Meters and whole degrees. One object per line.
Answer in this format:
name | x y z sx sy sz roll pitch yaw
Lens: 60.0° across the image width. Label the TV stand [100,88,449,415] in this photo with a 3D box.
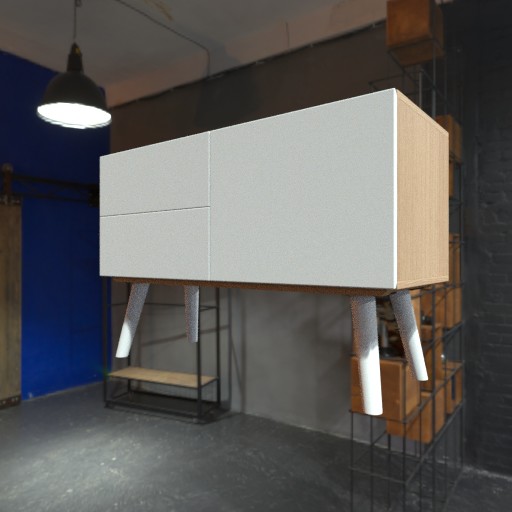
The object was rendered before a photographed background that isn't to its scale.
TV stand | 0.000 0.000 1.328 0.991 0.660 0.407 0 0 37
